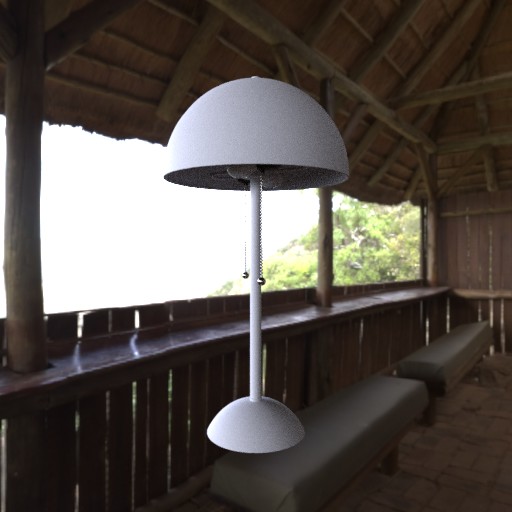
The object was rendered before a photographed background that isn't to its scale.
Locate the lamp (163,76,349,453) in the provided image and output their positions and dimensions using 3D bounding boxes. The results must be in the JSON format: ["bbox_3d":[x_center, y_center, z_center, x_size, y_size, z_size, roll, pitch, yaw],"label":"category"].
[{"bbox_3d":[0.000,0.000,0.416,0.171,0.330,0.171,0,1,0],"label":"lamp"}]
